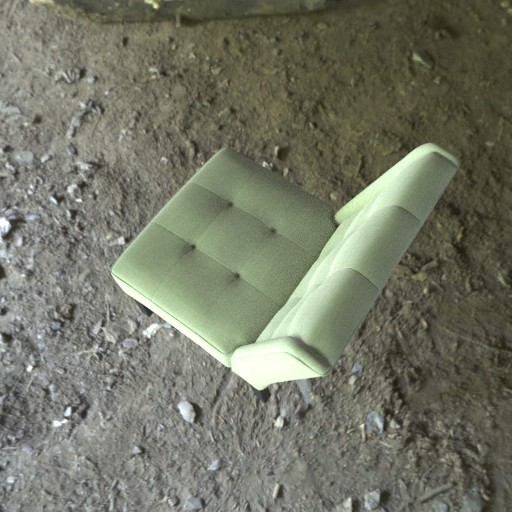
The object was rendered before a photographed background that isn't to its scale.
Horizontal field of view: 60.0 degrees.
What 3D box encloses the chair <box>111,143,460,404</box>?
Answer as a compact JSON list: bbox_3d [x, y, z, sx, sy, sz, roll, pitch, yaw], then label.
[{"bbox_3d":[0.000,0.000,1.282,0.676,0.853,0.569,33,69,14],"label":"chair"}]
